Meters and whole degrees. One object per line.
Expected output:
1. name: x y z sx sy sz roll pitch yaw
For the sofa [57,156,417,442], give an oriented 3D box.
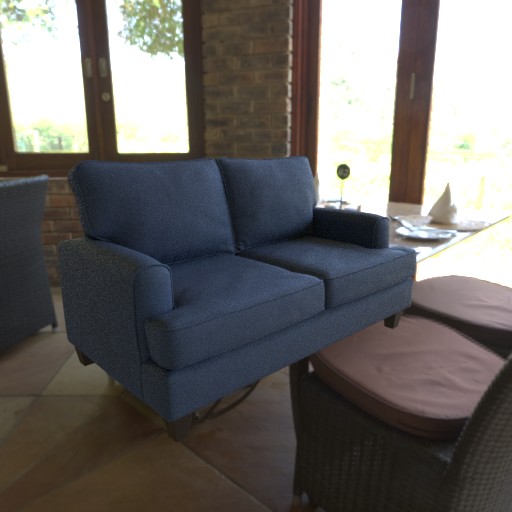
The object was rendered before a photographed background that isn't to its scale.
1. sofa: 0.000 0.000 2.247 1.651 0.965 0.965 -13 19 -41
